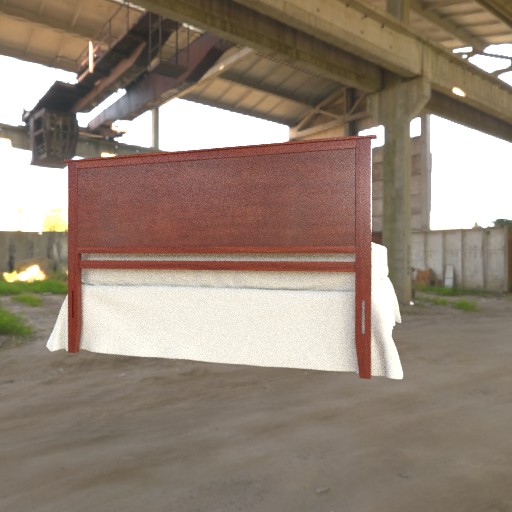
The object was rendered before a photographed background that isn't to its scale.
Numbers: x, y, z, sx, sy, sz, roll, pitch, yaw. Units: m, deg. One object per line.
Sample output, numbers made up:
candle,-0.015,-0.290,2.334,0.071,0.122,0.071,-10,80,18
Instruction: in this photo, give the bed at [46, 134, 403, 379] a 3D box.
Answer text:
bed,0.000,0.000,3.652,2.314,1.271,2.219,0,0,19
